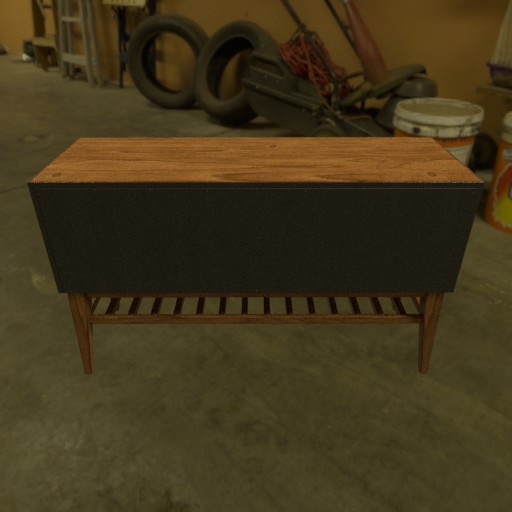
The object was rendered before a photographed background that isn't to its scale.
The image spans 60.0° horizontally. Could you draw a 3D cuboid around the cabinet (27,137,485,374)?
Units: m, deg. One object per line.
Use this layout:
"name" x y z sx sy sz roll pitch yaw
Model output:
"cabinet" 0.000 0.000 1.731 1.363 0.802 0.477 0 31 0
